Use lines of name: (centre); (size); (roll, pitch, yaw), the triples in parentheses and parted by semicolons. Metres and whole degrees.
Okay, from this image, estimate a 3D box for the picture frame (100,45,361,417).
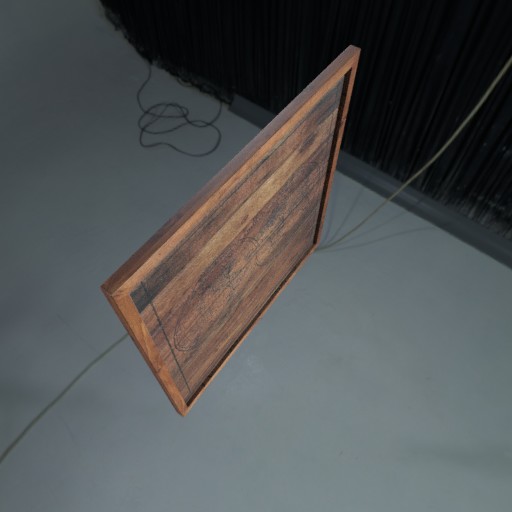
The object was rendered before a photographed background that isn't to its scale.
picture frame: (0.000, 0.000, 1.217); (0.029, 0.817, 0.810); (31, 63, 18)
